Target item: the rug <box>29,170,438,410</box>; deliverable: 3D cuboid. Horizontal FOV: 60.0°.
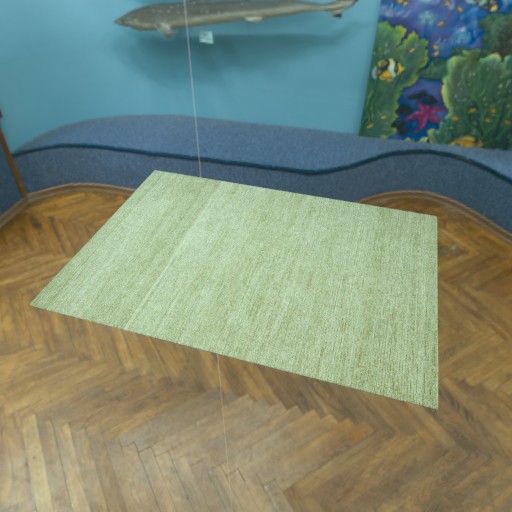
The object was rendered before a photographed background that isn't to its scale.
[{"bbox_3d":[0.000,0.000,2.900,2.270,0.017,1.606,11,42,13],"label":"rug"}]
